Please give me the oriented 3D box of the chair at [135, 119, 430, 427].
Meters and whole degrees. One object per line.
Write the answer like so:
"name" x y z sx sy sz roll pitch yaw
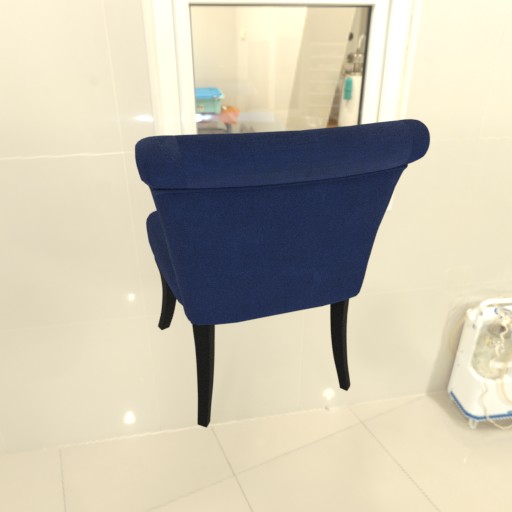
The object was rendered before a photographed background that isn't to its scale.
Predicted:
"chair" 0.000 0.000 1.184 0.585 0.753 0.606 -9 28 -16
